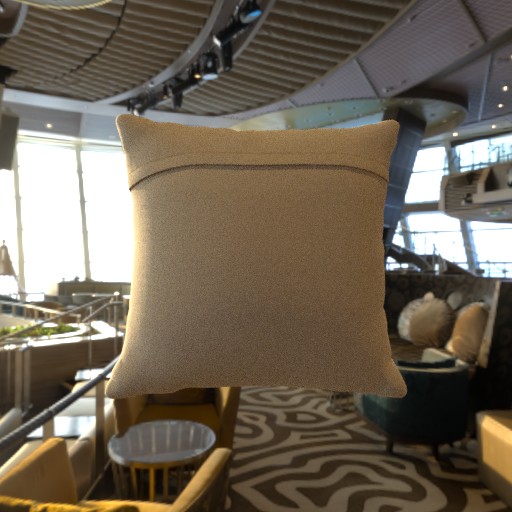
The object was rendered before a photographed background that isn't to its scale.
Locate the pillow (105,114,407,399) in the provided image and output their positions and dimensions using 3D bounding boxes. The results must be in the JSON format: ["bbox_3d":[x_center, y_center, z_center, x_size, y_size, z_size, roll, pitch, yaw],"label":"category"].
[{"bbox_3d":[0.000,0.000,0.793,0.536,0.506,0.229,0,-1,0],"label":"pillow"}]
